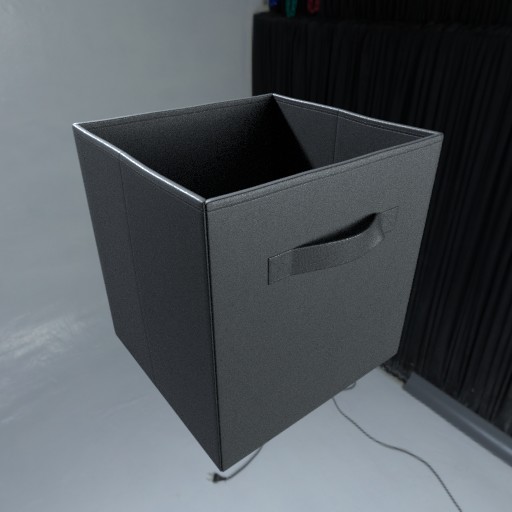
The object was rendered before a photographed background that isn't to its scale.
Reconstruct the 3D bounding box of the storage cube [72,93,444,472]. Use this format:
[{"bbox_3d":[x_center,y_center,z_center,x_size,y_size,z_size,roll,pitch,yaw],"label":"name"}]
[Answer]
[{"bbox_3d":[0.000,0.000,0.495,0.270,0.280,0.270,-21,37,-32],"label":"storage cube"}]
